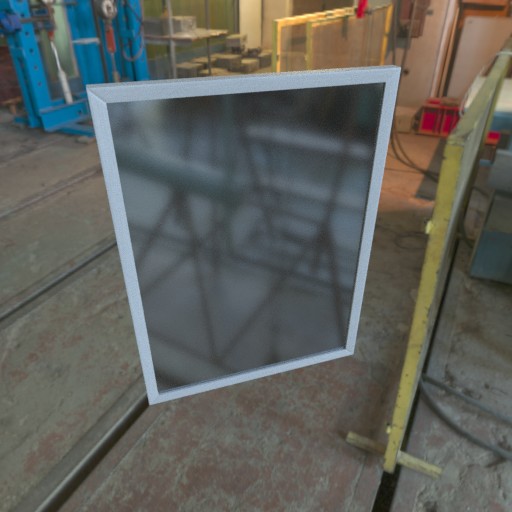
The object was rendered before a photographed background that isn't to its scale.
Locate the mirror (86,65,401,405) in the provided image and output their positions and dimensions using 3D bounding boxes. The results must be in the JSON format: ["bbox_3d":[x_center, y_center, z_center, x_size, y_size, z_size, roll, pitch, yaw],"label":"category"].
[{"bbox_3d":[0.000,0.000,1.320,0.762,1.016,0.040,-10,34,-15],"label":"mirror"}]
